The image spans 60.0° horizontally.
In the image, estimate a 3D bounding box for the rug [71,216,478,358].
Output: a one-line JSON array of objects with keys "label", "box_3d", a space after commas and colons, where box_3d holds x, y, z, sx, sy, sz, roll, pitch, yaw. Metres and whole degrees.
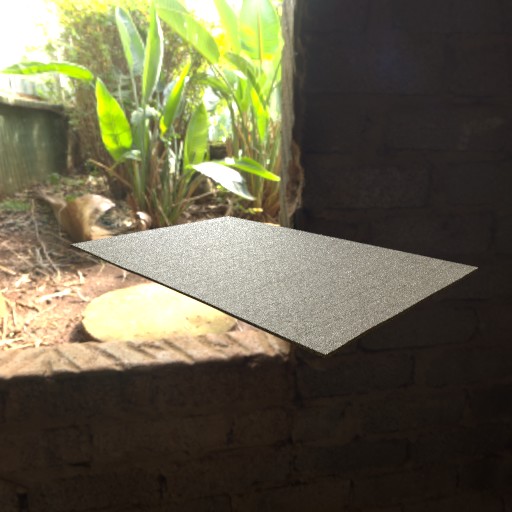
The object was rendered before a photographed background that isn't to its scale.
[{"label": "rug", "box_3d": [0.000, 0.000, 2.951, 1.532, 0.018, 2.297, -15, 22, -42]}]
